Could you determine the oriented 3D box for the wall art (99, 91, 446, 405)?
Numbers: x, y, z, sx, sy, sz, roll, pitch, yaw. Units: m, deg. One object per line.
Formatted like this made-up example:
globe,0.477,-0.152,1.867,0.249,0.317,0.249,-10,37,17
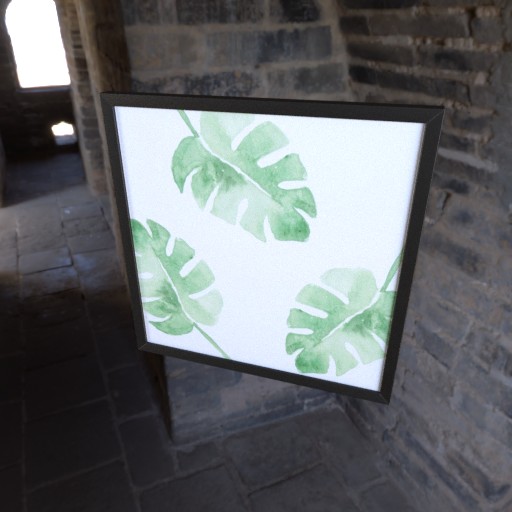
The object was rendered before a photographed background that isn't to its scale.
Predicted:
wall art,0.000,0.000,1.133,0.765,0.765,0.038,8,28,16
